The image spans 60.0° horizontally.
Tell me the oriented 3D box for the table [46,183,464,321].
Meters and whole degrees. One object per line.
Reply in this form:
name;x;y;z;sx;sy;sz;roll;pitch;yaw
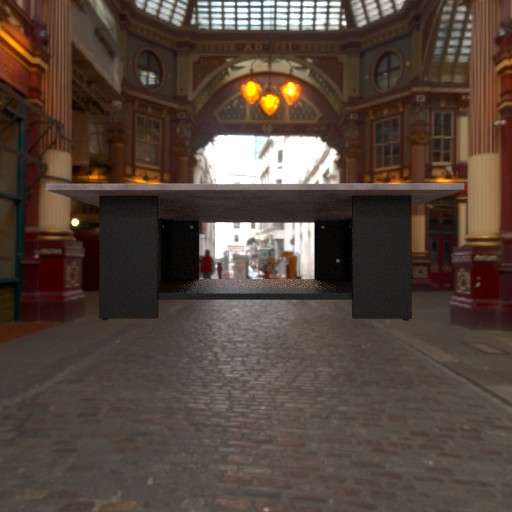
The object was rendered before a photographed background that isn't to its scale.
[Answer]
table;0.000;0.000;1.387;0.890;0.305;0.890;0;0;0
